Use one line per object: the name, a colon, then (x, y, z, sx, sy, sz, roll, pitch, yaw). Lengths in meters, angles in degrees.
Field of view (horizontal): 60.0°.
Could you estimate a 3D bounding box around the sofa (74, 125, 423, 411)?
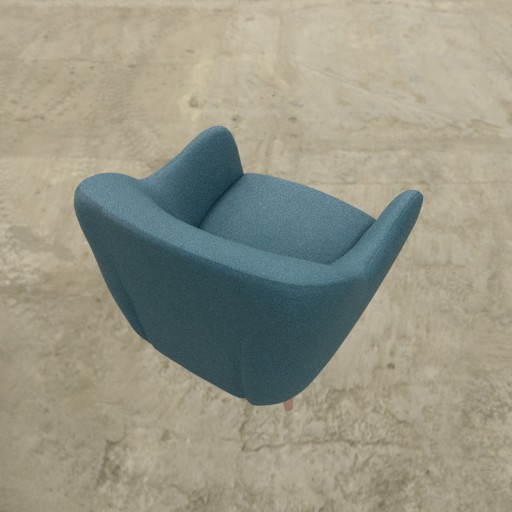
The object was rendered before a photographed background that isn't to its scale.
sofa: (0.000, 0.000, 1.487, 0.836, 0.817, 0.825, 24, 51, 21)
